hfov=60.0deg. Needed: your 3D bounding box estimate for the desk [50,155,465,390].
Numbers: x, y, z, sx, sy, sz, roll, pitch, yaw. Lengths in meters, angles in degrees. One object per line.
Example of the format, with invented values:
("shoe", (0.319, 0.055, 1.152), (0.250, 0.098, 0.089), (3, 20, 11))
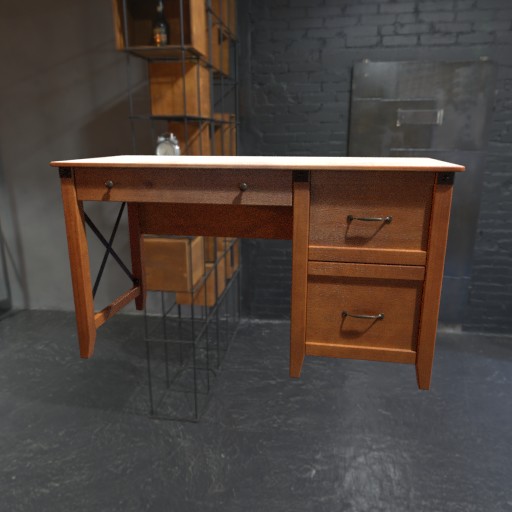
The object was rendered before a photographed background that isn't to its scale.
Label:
("desk", (0.000, 0.000, 1.780), (1.353, 0.756, 0.574), (3, 15, 10))
